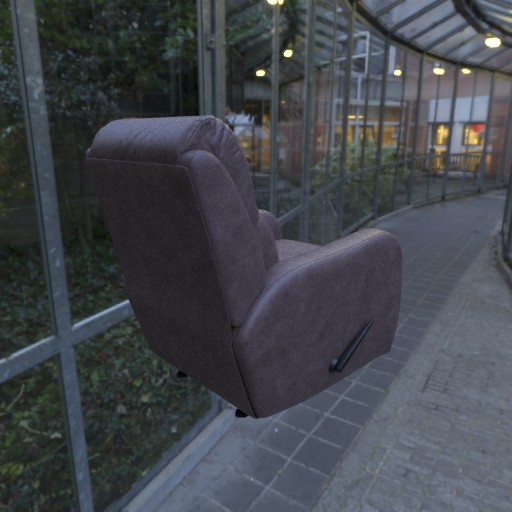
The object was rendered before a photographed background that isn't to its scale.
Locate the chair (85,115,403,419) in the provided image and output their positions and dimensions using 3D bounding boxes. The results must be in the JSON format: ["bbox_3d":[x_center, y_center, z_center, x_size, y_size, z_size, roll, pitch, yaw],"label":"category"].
[{"bbox_3d":[0.000,0.000,1.814,1.067,1.067,0.865,-14,20,-41],"label":"chair"}]
